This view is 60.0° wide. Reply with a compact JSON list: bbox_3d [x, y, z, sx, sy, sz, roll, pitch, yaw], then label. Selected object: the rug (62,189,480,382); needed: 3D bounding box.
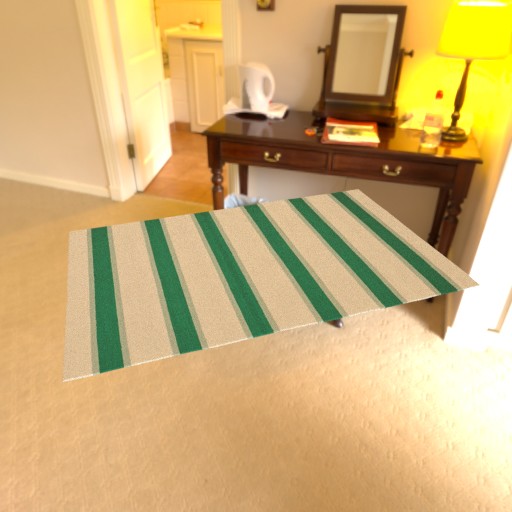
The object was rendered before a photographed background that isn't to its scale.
[{"bbox_3d":[0.000,0.000,3.027,2.436,0.015,1.521,-10,34,-15],"label":"rug"}]
